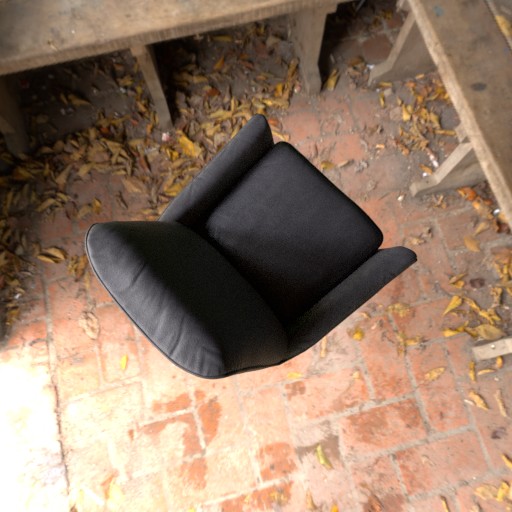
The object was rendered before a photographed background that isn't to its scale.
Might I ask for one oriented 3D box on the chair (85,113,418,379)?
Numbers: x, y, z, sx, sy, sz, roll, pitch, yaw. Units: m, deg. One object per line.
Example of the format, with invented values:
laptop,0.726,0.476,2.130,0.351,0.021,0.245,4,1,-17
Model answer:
chair,0.000,0.000,1.533,0.822,0.888,0.787,-42,78,-11
